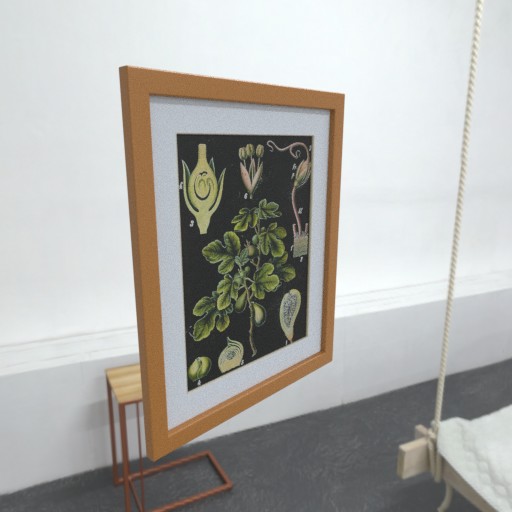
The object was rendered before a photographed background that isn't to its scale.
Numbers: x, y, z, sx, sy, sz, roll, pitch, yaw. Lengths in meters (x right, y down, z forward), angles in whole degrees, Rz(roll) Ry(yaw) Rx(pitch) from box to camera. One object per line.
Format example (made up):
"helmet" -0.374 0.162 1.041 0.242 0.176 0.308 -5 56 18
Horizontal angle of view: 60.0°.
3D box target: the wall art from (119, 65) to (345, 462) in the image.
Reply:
"wall art" 0.000 0.000 0.756 0.452 0.553 0.022 -14 20 -43
